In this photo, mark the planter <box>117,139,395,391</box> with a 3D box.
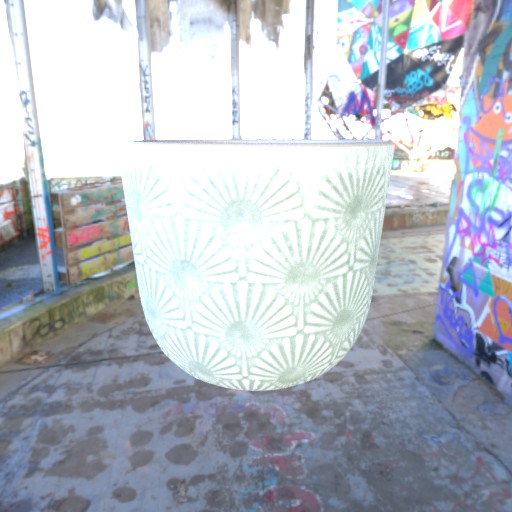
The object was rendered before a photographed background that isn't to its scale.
[{"bbox_3d":[0.000,0.000,0.302,0.170,0.152,0.170,0,15,0],"label":"planter"}]
